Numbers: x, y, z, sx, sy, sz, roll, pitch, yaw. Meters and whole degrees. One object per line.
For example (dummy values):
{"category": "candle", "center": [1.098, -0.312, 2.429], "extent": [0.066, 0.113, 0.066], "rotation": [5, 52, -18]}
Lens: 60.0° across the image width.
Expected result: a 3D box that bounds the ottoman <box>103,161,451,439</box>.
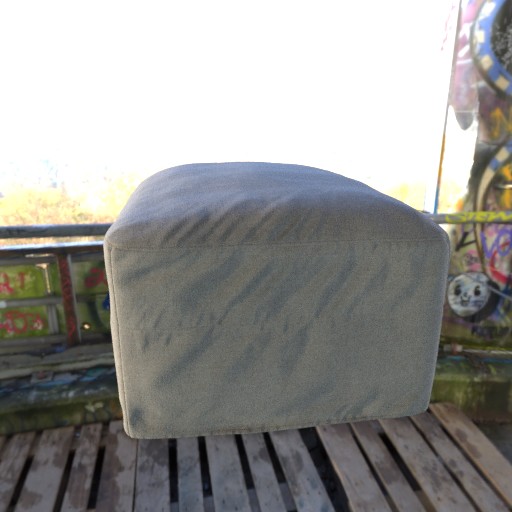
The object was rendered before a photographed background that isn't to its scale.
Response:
{"category": "ottoman", "center": [0.000, 0.000, 1.211], "extent": [0.683, 0.481, 0.837], "rotation": [-3, 18, -9]}
